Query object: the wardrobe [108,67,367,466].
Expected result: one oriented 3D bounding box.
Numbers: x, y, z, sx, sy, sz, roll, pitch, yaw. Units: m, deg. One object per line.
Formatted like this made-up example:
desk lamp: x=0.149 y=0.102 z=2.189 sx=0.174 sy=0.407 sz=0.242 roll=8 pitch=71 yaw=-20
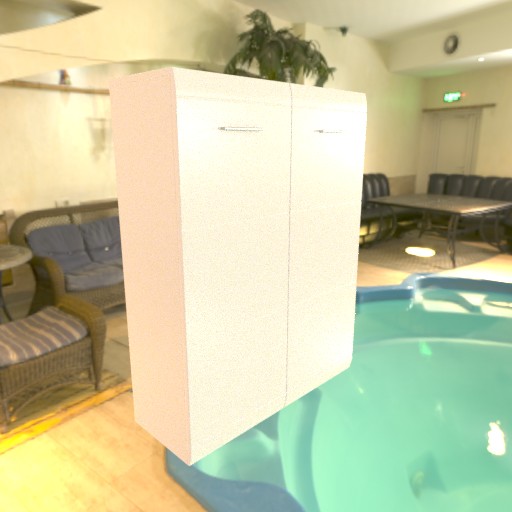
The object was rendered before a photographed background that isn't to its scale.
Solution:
wardrobe: x=0.000 y=0.000 z=1.672 sx=0.900 sy=1.200 sz=0.360 roll=-14 pitch=20 yaw=-43
